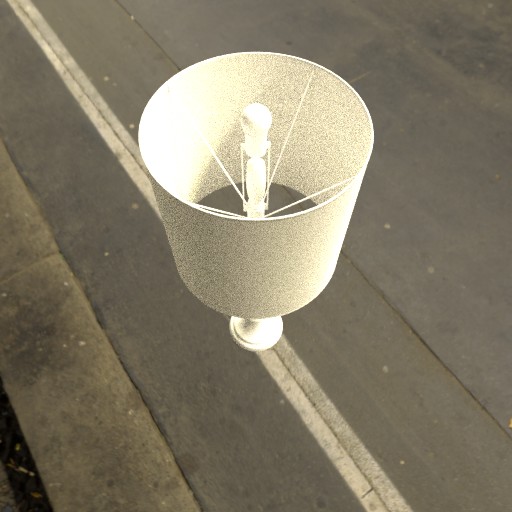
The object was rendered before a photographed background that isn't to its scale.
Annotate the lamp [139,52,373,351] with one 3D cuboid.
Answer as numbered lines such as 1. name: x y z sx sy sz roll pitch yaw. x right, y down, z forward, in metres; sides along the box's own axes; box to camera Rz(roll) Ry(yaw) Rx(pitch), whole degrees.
1. lamp: 0.000 0.000 0.713 0.250 0.597 0.250 30 64 17
